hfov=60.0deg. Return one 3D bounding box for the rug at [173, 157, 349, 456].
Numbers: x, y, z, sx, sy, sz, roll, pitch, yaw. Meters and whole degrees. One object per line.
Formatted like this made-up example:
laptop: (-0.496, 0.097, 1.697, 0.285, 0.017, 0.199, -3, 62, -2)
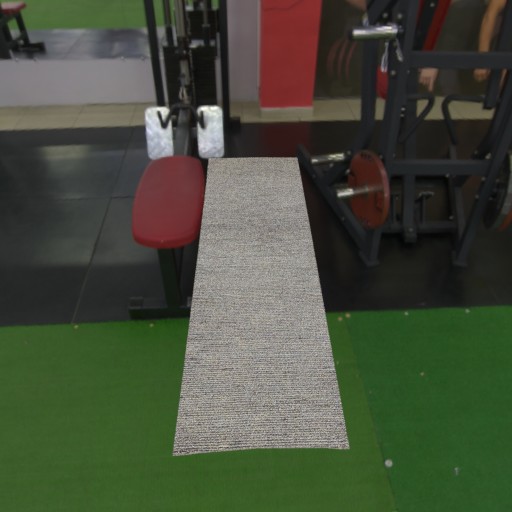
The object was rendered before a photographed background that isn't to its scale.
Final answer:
rug: (0.000, 0.000, 2.608, 0.697, 0.013, 2.335, -1, 42, -1)
